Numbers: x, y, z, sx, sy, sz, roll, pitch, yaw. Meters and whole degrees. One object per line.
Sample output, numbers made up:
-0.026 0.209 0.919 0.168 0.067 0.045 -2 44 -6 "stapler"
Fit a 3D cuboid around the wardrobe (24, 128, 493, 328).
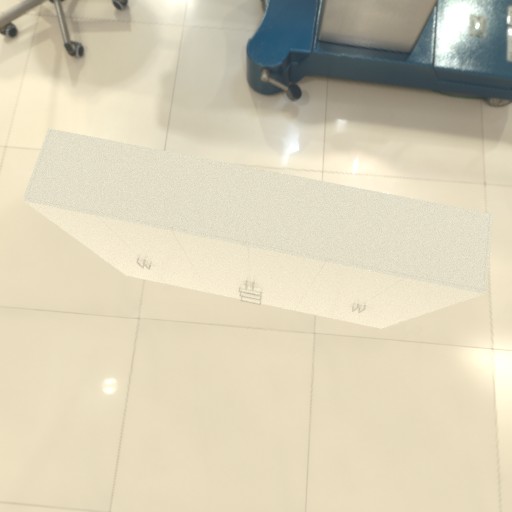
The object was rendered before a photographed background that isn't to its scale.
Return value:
0.000 0.000 4.004 3.000 2.360 0.580 11 76 3 "wardrobe"
